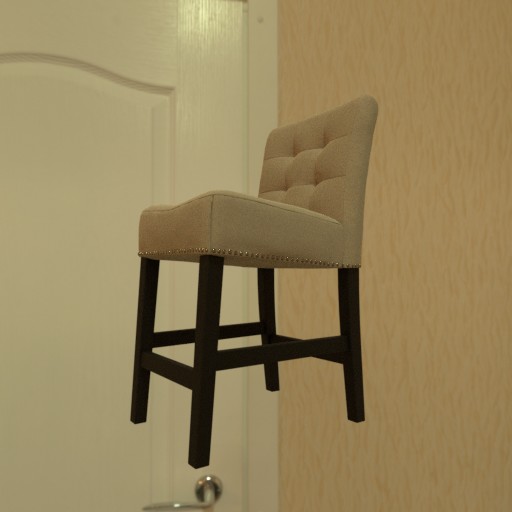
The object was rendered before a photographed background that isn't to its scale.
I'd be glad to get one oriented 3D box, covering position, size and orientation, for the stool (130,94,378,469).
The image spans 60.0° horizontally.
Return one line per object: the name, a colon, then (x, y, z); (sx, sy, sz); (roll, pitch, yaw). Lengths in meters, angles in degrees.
stool: (0.000, 0.000, 1.218); (0.571, 0.885, 0.427); (1, -1, -37)
